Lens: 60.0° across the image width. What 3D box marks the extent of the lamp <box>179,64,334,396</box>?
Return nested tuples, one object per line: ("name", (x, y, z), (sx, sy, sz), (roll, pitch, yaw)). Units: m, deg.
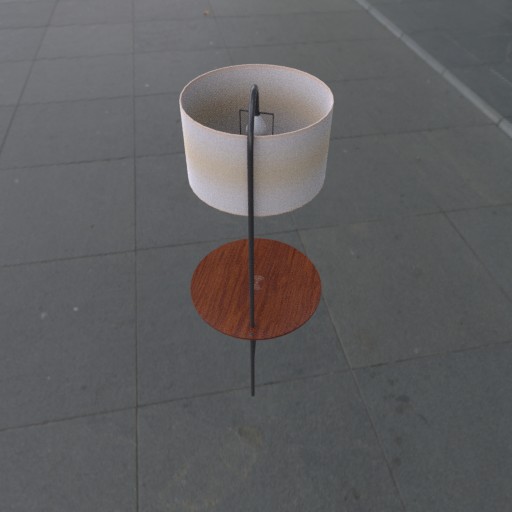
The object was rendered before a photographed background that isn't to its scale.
("lamp", (0.000, 0.000, 1.821), (0.573, 1.517, 0.573), (0, 46, 0))
